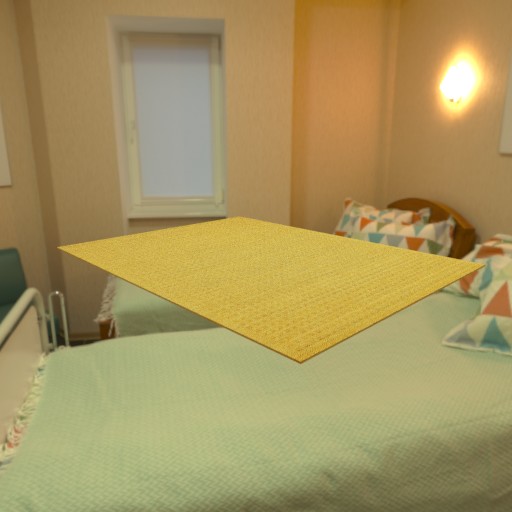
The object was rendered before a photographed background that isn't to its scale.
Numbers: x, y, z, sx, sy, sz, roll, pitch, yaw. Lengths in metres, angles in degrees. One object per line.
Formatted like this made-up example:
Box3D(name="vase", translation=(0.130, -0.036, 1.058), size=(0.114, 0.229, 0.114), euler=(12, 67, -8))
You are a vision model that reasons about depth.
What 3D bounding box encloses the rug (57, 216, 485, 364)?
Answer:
Box3D(name="rug", translation=(0.000, 0.000, 4.198), size=(2.486, 0.015, 3.242), euler=(-14, 21, -42))
